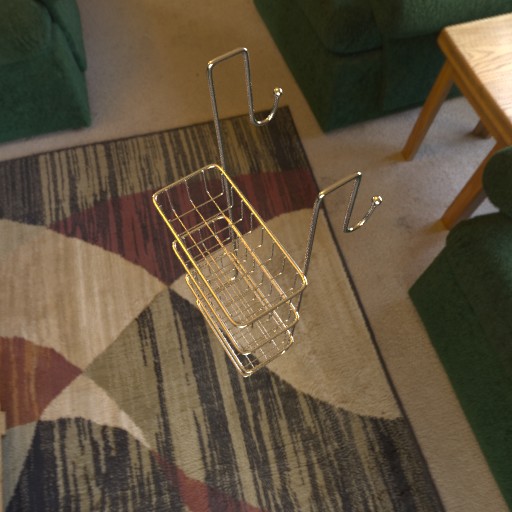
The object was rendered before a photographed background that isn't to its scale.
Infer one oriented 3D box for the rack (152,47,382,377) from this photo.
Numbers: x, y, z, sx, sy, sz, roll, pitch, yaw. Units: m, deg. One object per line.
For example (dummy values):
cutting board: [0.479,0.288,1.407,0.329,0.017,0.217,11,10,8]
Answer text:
rack: [0.000,0.000,0.679,0.202,0.574,0.228,-30,68,-14]
